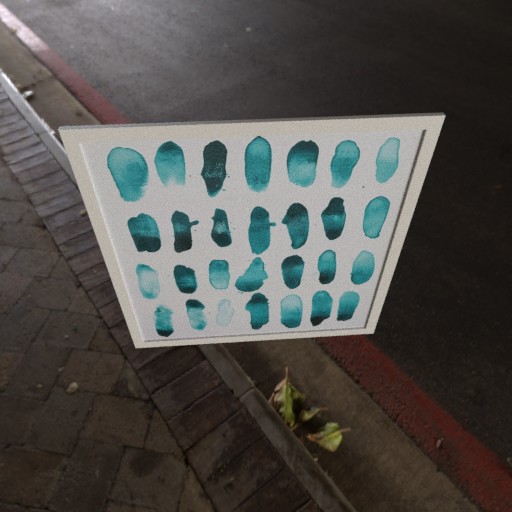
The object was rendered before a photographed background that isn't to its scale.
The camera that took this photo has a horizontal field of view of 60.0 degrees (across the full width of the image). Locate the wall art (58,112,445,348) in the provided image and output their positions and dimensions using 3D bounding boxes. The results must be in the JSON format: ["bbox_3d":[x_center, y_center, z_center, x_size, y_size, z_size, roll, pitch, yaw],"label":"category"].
[{"bbox_3d":[0.000,0.000,1.222,0.812,0.813,0.013,-3,46,-3],"label":"wall art"}]
